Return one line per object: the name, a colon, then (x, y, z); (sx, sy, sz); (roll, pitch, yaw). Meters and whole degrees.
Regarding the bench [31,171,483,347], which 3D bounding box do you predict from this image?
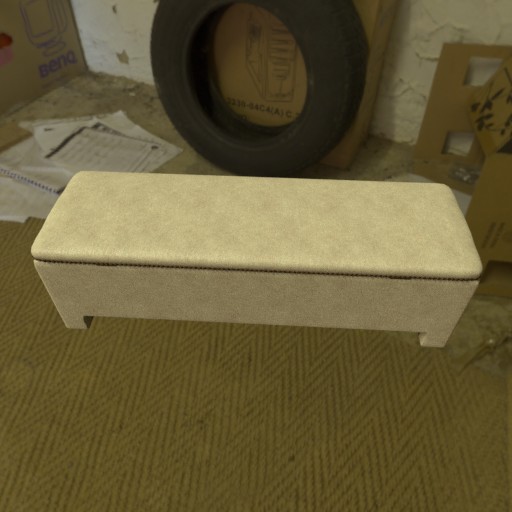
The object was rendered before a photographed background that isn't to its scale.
bench: (0.000, 0.000, 1.713); (1.482, 0.447, 0.470); (2, 46, 2)
